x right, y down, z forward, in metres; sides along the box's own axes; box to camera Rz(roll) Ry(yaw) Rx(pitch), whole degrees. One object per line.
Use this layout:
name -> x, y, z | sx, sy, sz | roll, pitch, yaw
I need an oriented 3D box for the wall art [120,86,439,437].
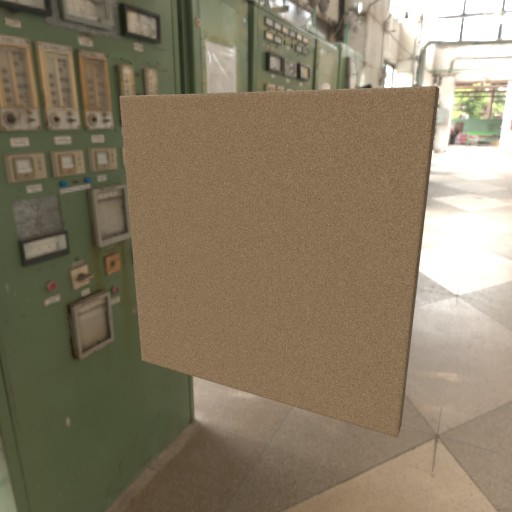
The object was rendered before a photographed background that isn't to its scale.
wall art -> 0.000, 0.000, 1.084 | 0.749, 0.751, 0.050 | 8, 19, 26
